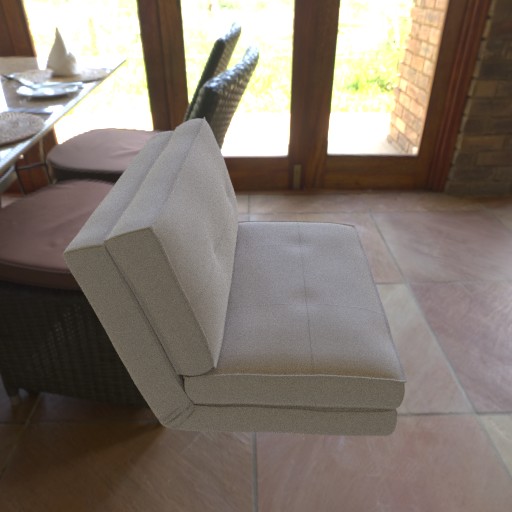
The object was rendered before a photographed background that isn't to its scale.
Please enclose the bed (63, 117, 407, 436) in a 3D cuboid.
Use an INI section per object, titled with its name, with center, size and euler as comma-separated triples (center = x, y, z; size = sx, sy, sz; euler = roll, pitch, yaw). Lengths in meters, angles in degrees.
[bed]
center = 0.000, 0.000, 1.307
size = 0.749, 0.614, 0.799
euler = 1, 32, 2
